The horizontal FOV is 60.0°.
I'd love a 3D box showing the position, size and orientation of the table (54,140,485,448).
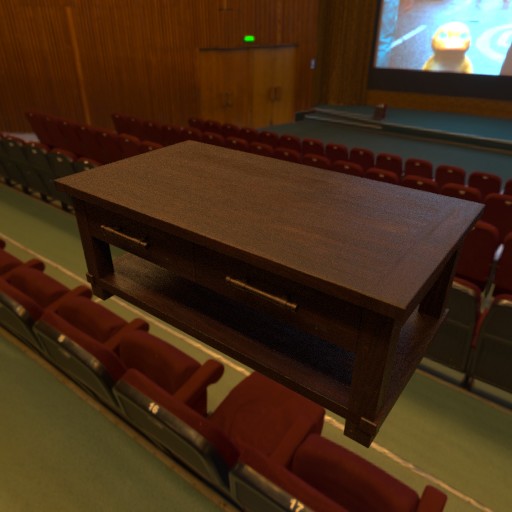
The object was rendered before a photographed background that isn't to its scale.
[{"bbox_3d":[0.000,0.000,1.586,1.270,0.494,0.700,20,35,32],"label":"table"}]
